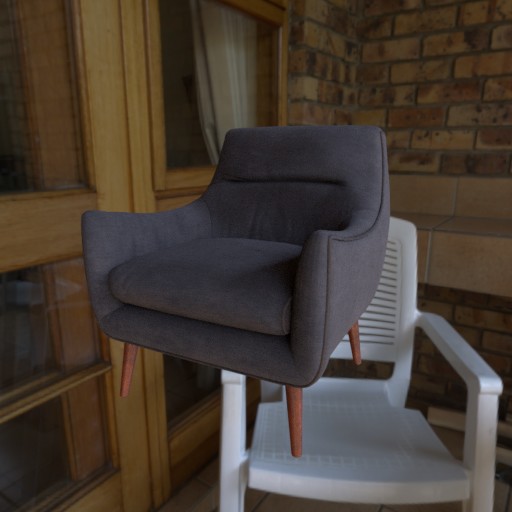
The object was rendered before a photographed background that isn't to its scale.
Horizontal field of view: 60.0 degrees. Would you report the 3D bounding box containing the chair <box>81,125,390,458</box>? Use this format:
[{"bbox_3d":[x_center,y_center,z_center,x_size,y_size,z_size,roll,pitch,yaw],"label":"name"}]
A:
[{"bbox_3d":[0.000,0.000,1.443,0.762,0.838,0.787,7,16,27],"label":"chair"}]
